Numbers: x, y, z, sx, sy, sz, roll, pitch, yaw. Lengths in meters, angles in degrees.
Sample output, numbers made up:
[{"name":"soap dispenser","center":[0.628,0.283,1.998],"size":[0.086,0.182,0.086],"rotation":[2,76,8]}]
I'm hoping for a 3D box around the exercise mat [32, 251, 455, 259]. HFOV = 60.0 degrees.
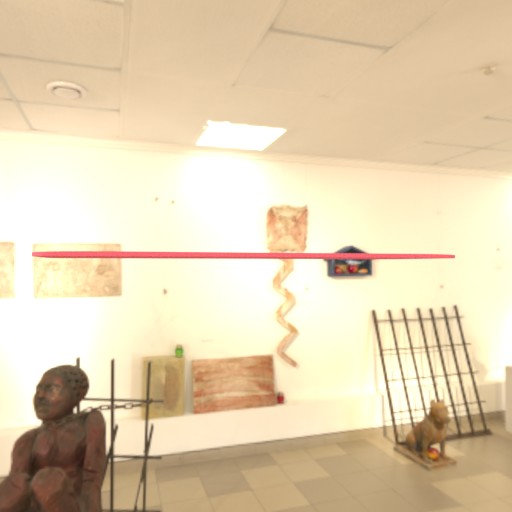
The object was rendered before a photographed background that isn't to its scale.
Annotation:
[{"name":"exercise mat","center":[0.000,0.000,2.133],"size":[1.884,0.021,0.616],"rotation":[0,-1,-18]}]
